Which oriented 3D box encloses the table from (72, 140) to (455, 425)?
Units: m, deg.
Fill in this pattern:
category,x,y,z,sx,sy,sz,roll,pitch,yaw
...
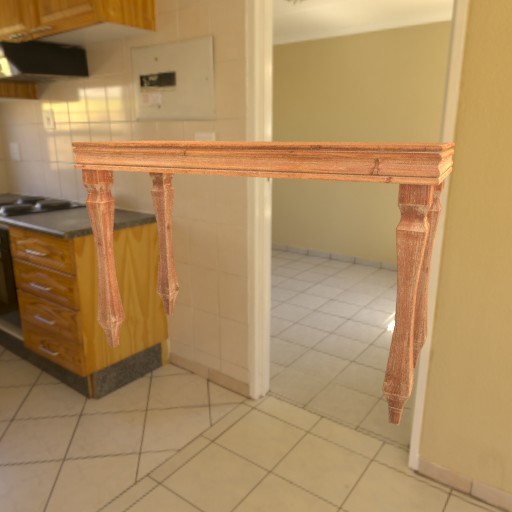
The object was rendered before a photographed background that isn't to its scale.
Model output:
category,x,y,z,sx,sy,sz,roll,pitch,yaw
table,0.000,0.000,1.761,1.330,0.873,0.522,8,17,25
